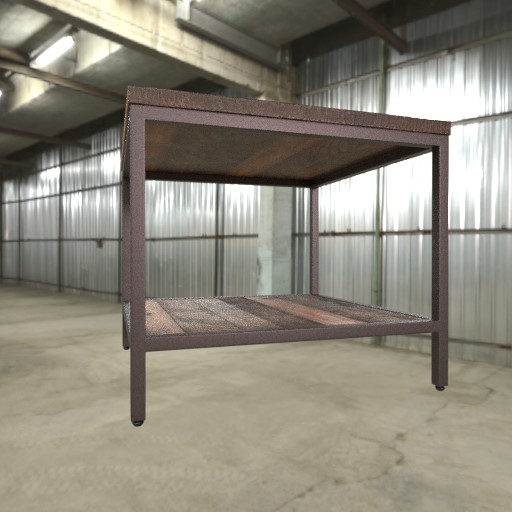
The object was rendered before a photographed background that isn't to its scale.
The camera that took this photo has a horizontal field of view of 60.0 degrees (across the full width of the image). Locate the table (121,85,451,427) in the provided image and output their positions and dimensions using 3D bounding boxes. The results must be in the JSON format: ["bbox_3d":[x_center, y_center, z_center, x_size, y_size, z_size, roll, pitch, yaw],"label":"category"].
[{"bbox_3d":[0.000,0.000,0.964,0.553,0.482,0.548,0,0,-18],"label":"table"}]
